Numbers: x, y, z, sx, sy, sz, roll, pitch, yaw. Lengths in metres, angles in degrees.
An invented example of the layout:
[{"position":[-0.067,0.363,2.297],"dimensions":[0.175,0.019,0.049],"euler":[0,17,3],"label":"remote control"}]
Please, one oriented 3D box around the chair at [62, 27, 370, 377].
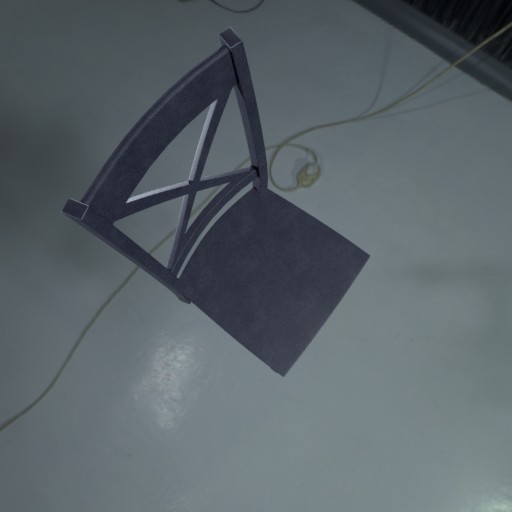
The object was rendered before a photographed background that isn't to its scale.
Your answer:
[{"position":[0.000,0.000,1.268],"dimensions":[0.542,0.983,0.485],"euler":[36,79,9],"label":"chair"}]
